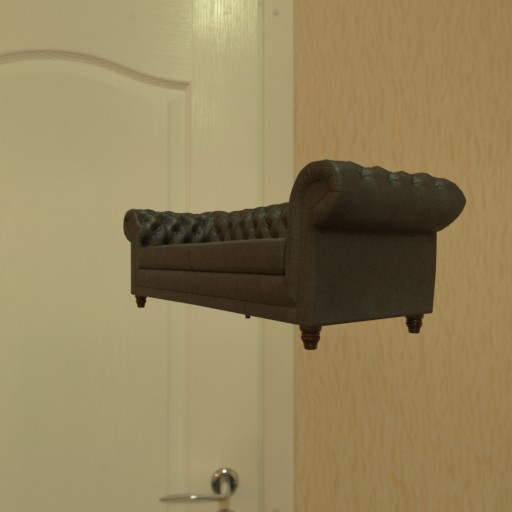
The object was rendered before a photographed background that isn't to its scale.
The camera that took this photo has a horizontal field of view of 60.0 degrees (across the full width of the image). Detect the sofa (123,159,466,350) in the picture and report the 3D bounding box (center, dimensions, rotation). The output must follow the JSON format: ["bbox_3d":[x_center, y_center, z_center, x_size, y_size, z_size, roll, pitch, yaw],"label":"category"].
[{"bbox_3d":[0.000,0.000,2.824,0.944,0.783,2.385,0,-1,-35],"label":"sofa"}]
